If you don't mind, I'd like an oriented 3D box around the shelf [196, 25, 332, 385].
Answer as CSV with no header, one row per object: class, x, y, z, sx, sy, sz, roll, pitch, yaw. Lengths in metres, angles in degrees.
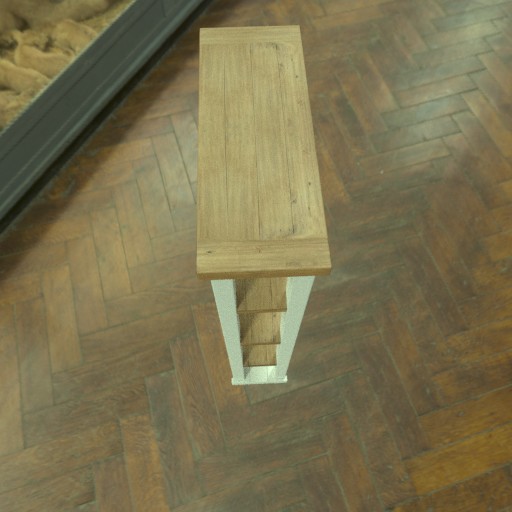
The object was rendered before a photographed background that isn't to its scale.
shelf,0.000,0.000,2.303,0.381,1.878,1.022,-2,64,-1
